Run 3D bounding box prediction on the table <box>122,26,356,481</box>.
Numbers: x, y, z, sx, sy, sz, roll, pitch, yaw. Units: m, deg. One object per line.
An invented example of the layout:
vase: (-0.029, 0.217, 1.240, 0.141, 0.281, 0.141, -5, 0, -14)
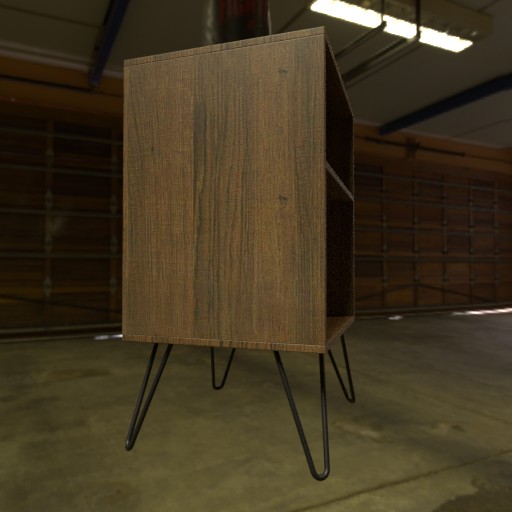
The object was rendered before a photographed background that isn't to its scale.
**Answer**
table: (0.000, 0.000, 1.156, 0.457, 0.866, 0.526, 0, -1, 18)
